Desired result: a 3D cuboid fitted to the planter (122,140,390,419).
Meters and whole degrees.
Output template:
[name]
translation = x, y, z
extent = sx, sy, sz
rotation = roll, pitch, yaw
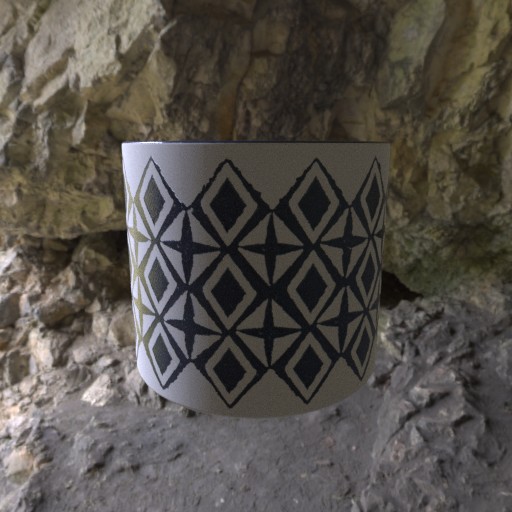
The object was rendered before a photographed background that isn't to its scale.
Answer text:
[planter]
translation = 0.000, 0.000, 0.330
extent = 0.182, 0.165, 0.182
rotation = 0, 14, 0
